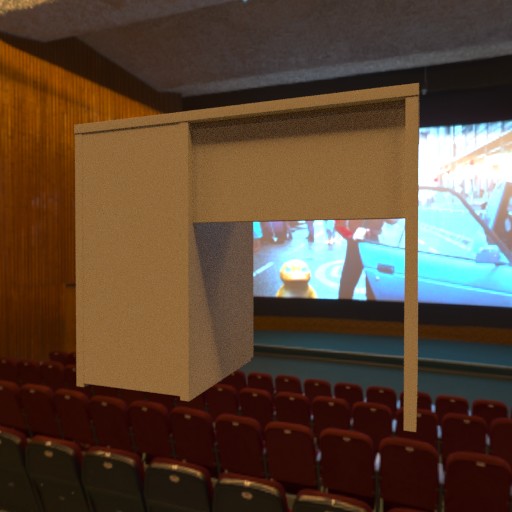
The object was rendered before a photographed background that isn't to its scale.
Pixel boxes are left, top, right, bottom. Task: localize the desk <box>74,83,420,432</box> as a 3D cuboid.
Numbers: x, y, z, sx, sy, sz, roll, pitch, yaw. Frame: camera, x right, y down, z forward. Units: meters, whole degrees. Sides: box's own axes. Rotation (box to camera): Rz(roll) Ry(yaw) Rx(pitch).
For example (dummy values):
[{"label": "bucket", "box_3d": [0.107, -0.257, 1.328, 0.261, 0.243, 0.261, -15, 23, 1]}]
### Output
[{"label": "desk", "box_3d": [0.000, 0.000, 1.306, 0.898, 0.730, 0.482, 0, 1, 20]}]
